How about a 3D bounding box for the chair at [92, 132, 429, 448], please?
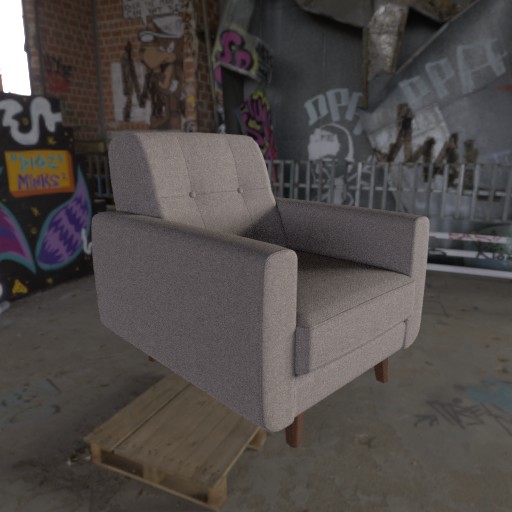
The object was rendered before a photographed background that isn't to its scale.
[{"bbox_3d":[0.000,0.000,1.538,0.907,0.839,0.831,13,19,43],"label":"chair"}]
